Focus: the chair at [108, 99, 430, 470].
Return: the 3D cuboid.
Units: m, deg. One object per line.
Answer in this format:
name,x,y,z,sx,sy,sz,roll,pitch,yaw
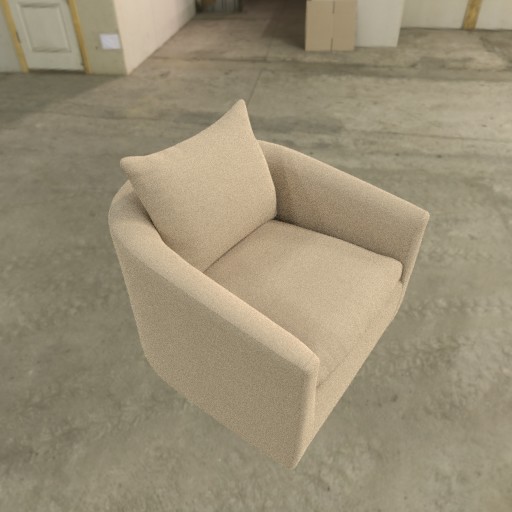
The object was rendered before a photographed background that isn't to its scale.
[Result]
chair,0.000,0.000,1.580,0.910,0.848,0.845,25,46,27
